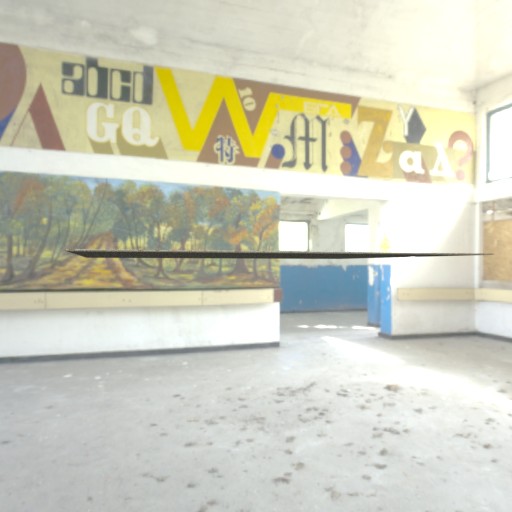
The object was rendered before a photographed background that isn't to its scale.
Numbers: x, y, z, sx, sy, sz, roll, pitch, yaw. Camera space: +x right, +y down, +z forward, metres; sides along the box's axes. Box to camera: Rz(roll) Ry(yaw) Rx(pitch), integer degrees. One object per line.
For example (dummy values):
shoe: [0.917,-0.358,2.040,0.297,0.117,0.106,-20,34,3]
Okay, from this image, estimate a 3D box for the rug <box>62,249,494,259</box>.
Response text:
rug: [0.000,0.000,4.076,3.050,0.011,2.441,0,-1,-18]
